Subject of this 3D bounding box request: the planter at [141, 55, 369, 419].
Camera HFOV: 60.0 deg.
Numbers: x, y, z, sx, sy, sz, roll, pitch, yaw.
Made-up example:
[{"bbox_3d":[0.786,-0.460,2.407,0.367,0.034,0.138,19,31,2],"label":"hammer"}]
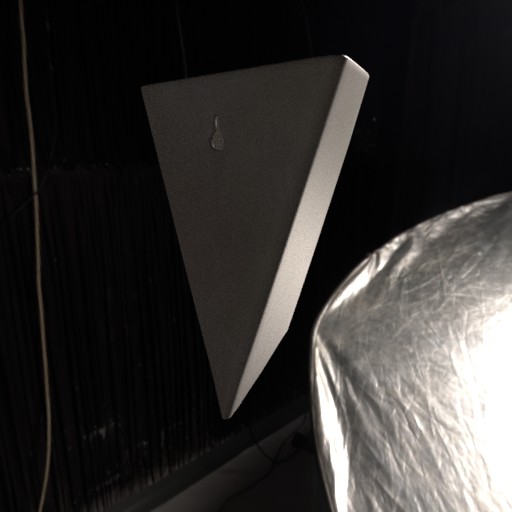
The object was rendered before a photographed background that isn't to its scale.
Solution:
[{"bbox_3d":[0.000,0.000,0.264,0.060,0.197,0.150,-14,20,-43],"label":"planter"}]
